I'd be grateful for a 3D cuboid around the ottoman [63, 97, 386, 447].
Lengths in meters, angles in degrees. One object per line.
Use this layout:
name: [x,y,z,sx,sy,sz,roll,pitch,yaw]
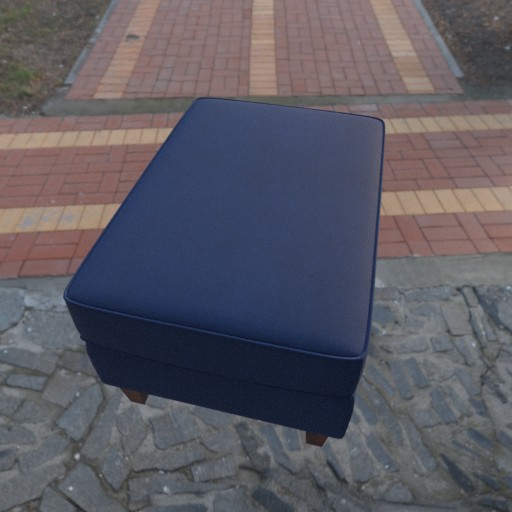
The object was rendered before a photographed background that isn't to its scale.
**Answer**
ottoman: [0.000,0.000,1.402,0.686,0.584,0.965,10,48,9]
